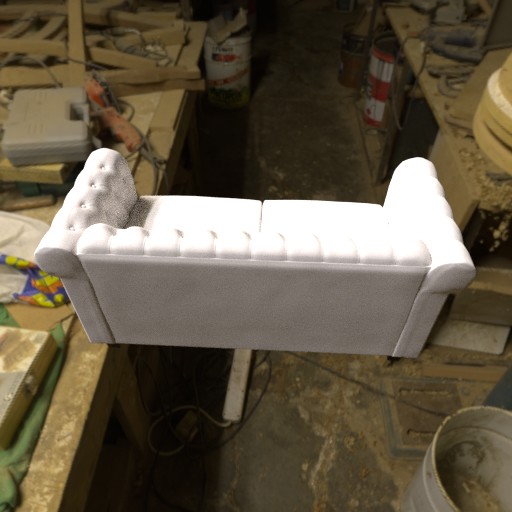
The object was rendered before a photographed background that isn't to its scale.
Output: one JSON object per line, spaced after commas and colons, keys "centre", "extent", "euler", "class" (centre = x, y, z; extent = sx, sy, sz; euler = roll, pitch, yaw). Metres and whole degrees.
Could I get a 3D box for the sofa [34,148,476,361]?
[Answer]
{"centre": [0.000, 0.000, 2.279], "extent": [1.798, 0.796, 0.771], "euler": [2, 46, 2], "class": "sofa"}
